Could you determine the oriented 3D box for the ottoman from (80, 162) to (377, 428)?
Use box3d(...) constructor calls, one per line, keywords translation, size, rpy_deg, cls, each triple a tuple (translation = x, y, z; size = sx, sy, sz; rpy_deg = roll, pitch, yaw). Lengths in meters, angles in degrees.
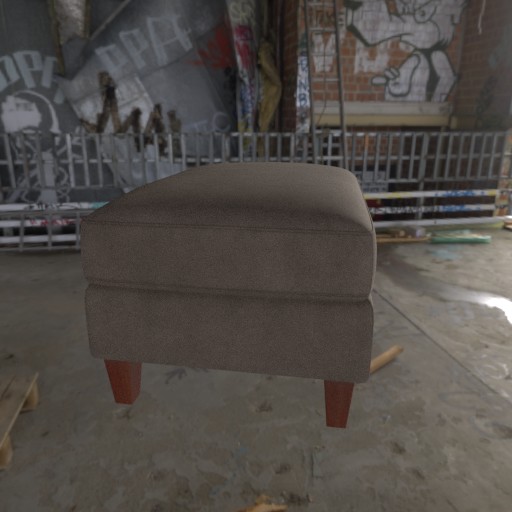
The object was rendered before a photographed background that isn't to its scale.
box3d(translation=(0.000, 0.000, 1.245), size=(0.584, 0.483, 0.864), rpy_deg=(3, 18, 9), cls="ottoman")
